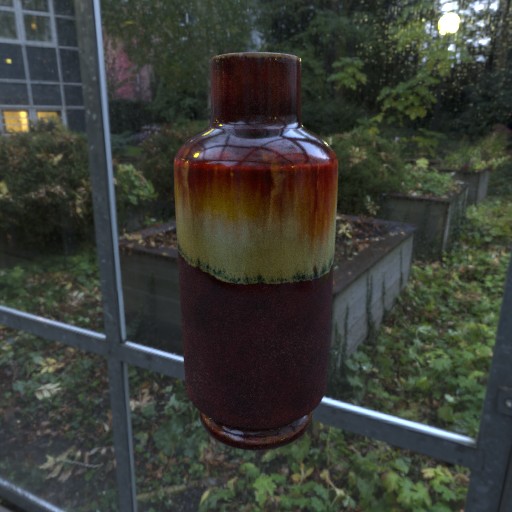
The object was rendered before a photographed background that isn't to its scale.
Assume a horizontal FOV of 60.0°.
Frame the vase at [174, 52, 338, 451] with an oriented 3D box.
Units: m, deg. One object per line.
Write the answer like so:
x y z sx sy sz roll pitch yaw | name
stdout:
0.000 0.000 0.319 0.111 0.261 0.111 0 17 0 | vase
